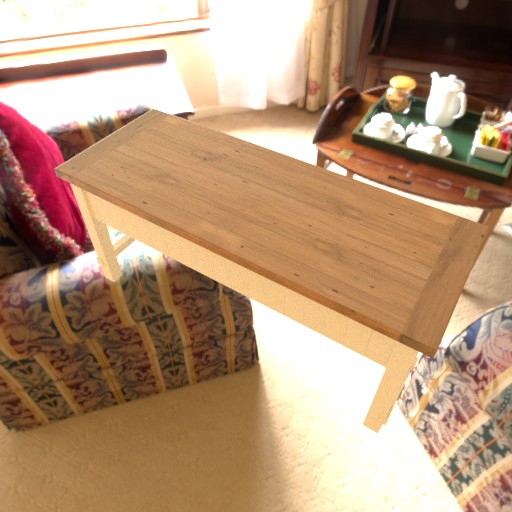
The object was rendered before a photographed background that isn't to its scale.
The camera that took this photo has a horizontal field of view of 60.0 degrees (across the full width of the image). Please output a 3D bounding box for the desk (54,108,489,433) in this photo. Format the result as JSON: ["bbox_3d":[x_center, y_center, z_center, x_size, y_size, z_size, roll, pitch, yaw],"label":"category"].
[{"bbox_3d":[0.000,0.000,2.209,1.803,0.762,0.688,25,51,22],"label":"desk"}]
